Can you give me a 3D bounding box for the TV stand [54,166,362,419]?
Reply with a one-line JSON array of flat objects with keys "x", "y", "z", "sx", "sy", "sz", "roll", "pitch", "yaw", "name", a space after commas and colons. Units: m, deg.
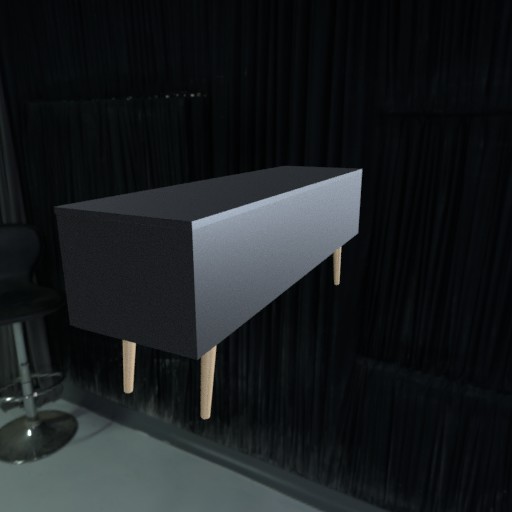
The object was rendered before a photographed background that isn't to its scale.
[{"x": 0.000, "y": 0.000, "z": 1.553, "sx": 0.390, "sy": 0.518, "sz": 1.312, "roll": 8, "pitch": 18, "yaw": 26, "name": "TV stand"}]
